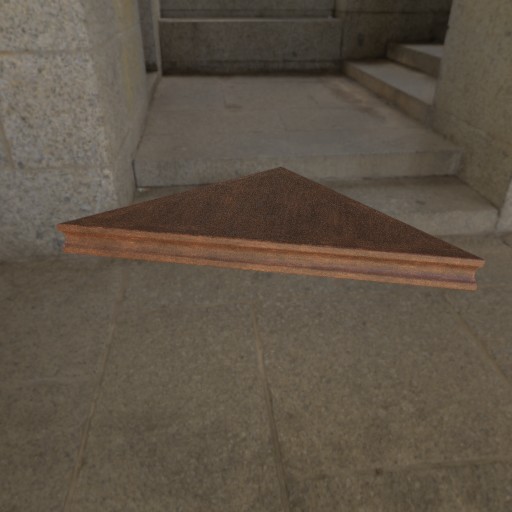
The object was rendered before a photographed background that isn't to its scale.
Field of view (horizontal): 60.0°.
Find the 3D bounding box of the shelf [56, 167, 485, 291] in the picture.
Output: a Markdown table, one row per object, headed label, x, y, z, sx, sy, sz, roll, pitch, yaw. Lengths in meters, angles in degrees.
| label | x | y | z | sx | sy | sz | roll | pitch | yaw |
| --- | --- | --- | --- | --- | --- | --- | --- | --- | --- |
| shelf | 0.000 | 0.000 | 0.437 | 0.296 | 0.035 | 0.296 | -20 | 37 | -30 |
